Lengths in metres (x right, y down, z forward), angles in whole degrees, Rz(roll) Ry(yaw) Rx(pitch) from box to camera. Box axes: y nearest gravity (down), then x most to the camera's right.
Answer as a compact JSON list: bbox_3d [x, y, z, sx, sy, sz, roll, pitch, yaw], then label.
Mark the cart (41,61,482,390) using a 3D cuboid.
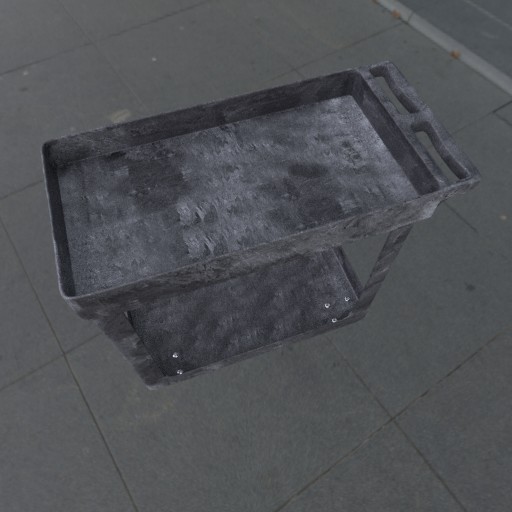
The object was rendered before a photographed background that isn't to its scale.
[{"bbox_3d":[0.000,0.000,1.310,0.877,0.824,0.420,-17,61,-10],"label":"cart"}]
